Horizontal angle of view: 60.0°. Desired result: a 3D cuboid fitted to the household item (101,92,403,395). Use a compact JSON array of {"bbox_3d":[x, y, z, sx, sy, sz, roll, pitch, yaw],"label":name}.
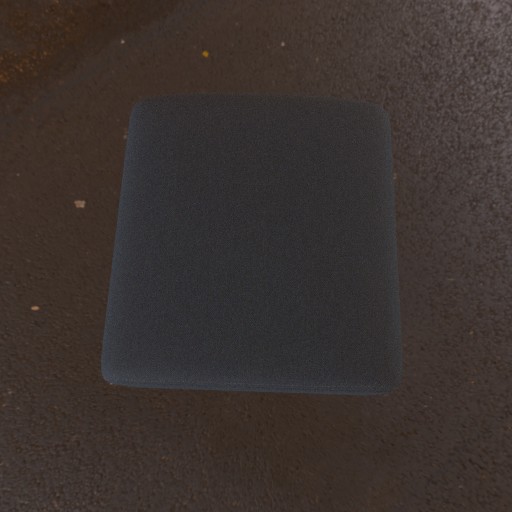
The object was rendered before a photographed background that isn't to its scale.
[{"bbox_3d":[0.000,0.000,0.907,0.530,0.420,0.530,2,75,0],"label":"household item"}]
